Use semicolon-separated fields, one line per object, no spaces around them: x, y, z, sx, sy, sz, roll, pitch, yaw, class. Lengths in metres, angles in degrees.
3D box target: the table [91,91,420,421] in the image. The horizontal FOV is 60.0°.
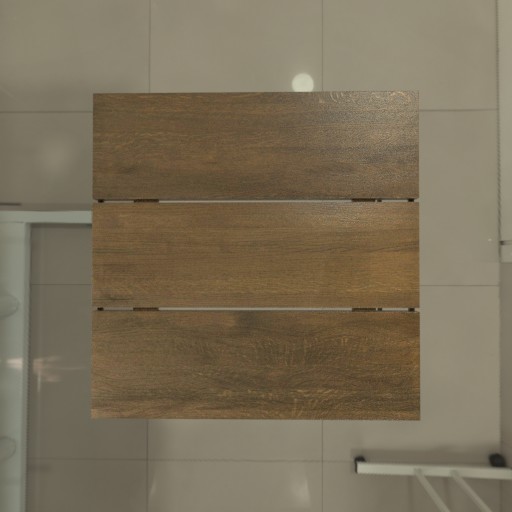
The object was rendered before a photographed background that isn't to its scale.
0.000;0.000;1.417;0.900;0.400;0.900;0;89;1;table
